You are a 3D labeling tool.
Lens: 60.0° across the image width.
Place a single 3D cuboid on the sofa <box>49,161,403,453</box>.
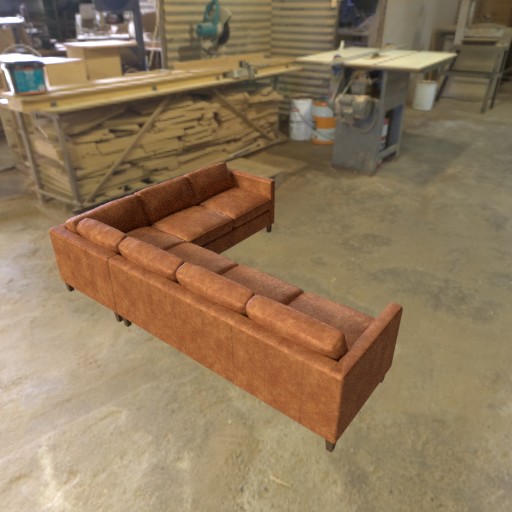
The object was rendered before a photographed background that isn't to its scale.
[{"bbox_3d":[0.000,0.000,4.332,3.167,0.838,2.438,21,36,32],"label":"sofa"}]
